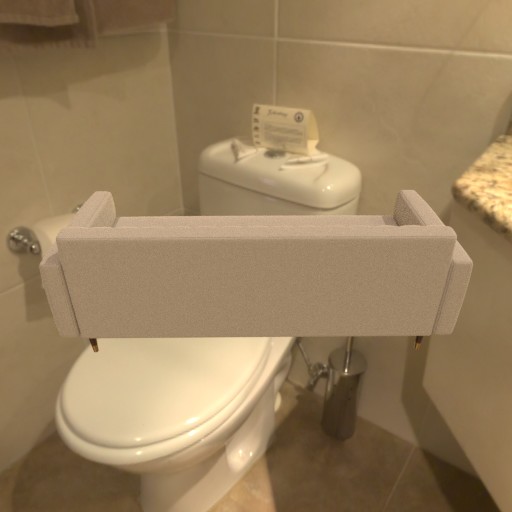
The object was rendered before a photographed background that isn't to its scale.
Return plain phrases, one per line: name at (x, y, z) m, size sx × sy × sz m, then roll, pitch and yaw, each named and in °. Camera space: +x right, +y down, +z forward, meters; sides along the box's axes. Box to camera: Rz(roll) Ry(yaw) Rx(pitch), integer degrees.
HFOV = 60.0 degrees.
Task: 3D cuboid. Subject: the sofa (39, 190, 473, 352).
sofa at (0.000, 0.000, 2.794) m, size 2.291 × 0.821 × 0.990 m, roll 0°, pitch 31°, yaw -1°
